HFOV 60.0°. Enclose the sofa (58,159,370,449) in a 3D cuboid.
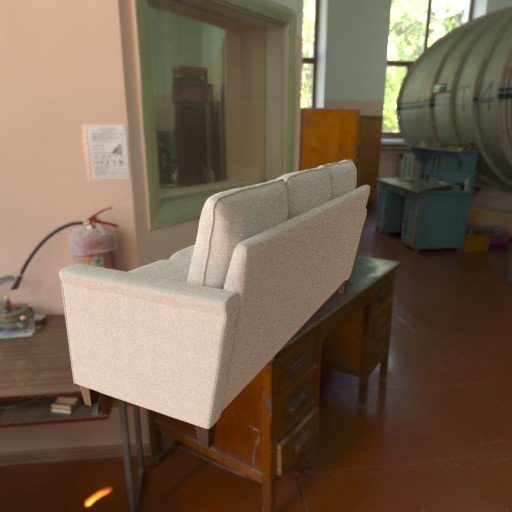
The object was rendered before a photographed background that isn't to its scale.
[{"bbox_3d":[0.000,0.000,2.431,0.828,0.961,1.925,8,18,26],"label":"sofa"}]
